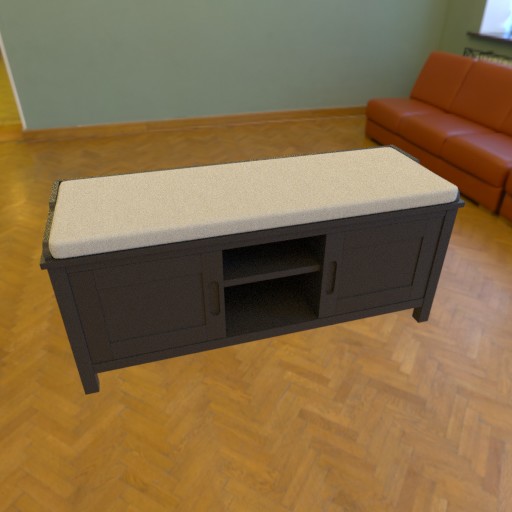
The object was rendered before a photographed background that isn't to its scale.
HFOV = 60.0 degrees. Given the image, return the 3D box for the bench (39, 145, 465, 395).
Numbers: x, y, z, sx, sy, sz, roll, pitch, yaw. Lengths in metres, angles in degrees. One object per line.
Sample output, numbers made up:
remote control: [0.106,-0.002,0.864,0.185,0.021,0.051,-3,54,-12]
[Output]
bench: [0.000,0.000,1.409,1.140,0.501,0.398,-9,34,-14]
